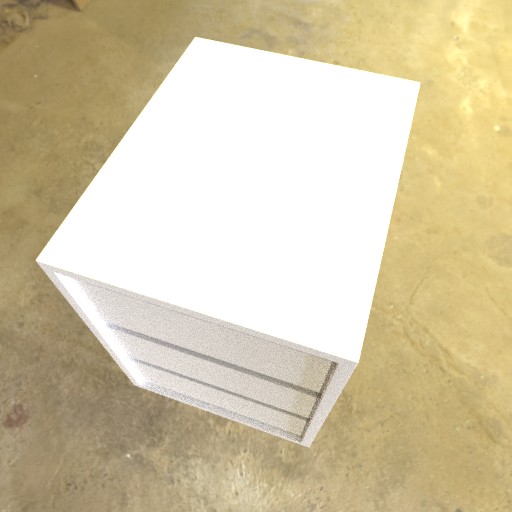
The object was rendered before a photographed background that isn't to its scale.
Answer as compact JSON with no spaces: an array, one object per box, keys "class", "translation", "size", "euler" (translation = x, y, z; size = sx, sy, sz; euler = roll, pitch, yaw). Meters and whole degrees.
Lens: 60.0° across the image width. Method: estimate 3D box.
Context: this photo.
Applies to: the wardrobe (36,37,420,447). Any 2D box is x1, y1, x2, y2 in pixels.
[{"class":"wardrobe","translation":[0.000,0.000,0.853],"size":[0.400,0.520,0.500],"euler":[16,59,10]}]
